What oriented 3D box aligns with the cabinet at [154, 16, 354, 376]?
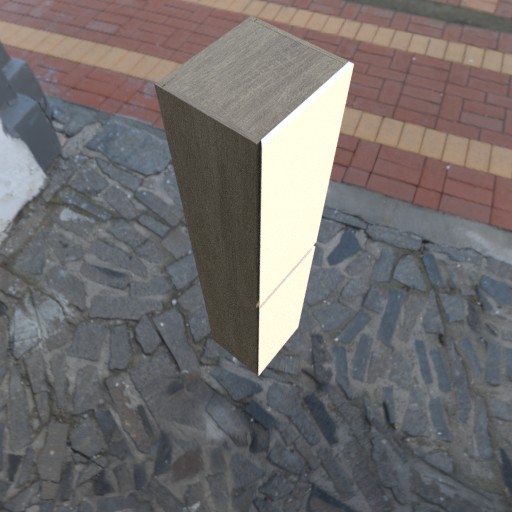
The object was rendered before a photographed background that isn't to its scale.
[{"bbox_3d":[0.000,0.000,1.482,0.270,1.400,0.300,35,65,19],"label":"cabinet"}]
